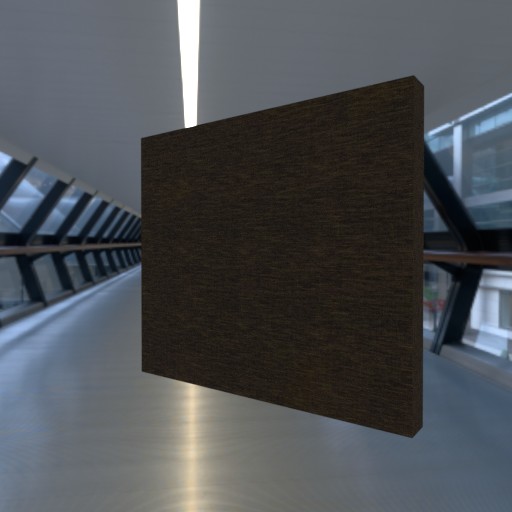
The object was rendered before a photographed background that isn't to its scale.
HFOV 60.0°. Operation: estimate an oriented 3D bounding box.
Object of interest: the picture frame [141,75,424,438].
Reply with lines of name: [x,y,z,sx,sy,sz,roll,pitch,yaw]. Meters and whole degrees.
picture frame: [0.000,0.000,0.528,0.378,0.330,0.033,0,1,36]
